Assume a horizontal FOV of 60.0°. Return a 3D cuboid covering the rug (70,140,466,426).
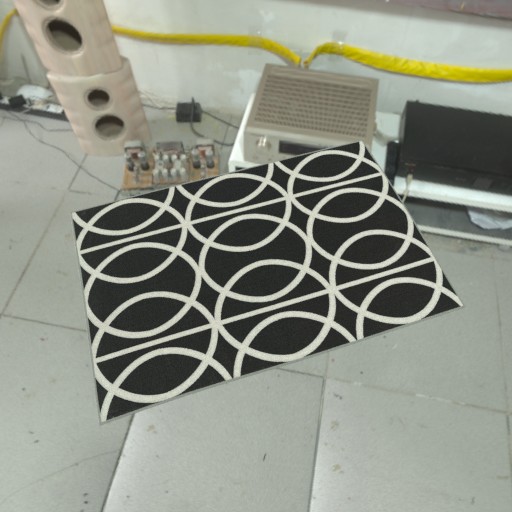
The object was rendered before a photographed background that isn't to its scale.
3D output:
[{"bbox_3d":[0.000,0.000,2.962,2.290,0.014,1.526,-16,60,-9],"label":"rug"}]
